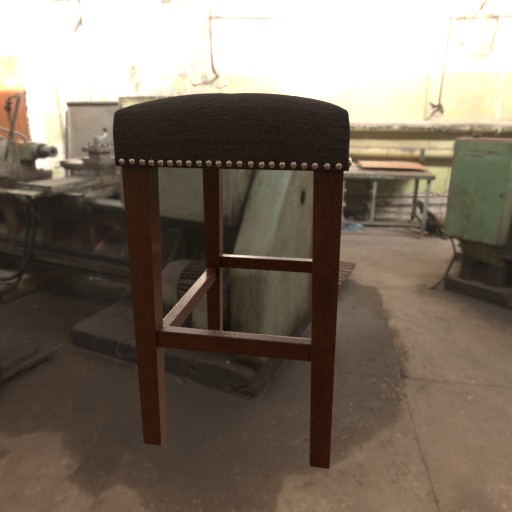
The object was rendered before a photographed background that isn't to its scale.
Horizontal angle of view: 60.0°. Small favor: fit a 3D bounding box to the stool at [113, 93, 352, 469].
[{"bbox_3d":[0.000,0.000,0.969,0.372,0.654,0.504,3,18,10],"label":"stool"}]
